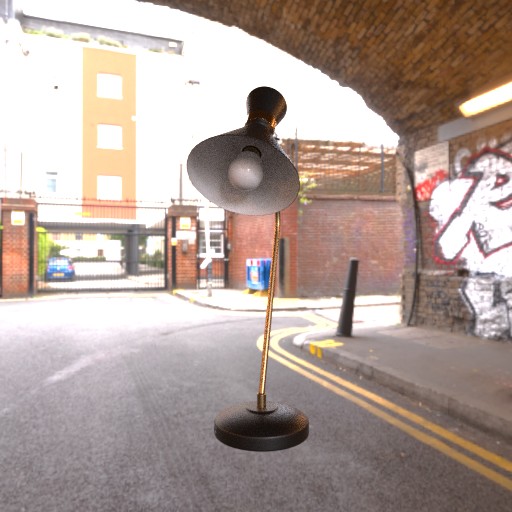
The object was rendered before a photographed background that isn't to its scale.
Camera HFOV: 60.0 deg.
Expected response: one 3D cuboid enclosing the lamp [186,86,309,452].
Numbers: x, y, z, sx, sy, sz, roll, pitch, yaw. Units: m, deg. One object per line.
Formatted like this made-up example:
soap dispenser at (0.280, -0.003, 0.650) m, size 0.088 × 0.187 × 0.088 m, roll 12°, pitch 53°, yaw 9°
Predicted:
lamp at (0.000, 0.000, 0.788) m, size 0.189 × 0.647 × 0.292 m, roll 0°, pitch -1°, yaw 19°
